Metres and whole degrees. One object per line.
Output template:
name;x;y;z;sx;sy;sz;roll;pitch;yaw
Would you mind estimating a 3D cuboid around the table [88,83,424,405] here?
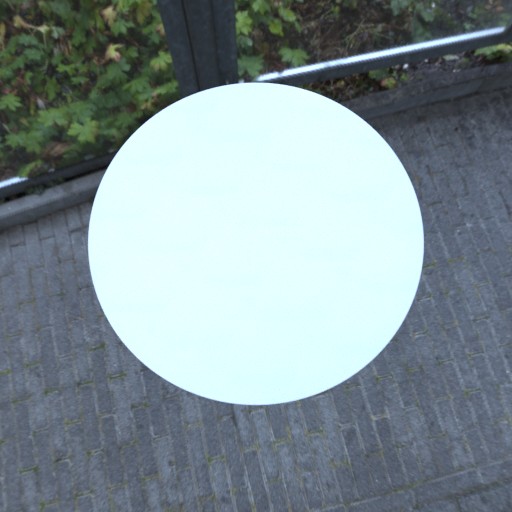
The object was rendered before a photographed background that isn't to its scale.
table;0.000;0.000;0.987;0.600;0.400;0.600;0;76;0
